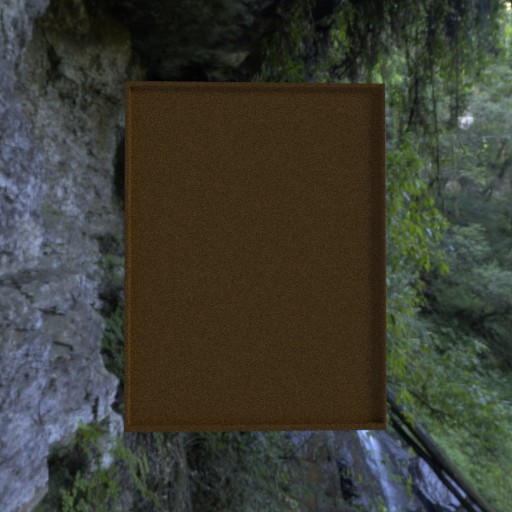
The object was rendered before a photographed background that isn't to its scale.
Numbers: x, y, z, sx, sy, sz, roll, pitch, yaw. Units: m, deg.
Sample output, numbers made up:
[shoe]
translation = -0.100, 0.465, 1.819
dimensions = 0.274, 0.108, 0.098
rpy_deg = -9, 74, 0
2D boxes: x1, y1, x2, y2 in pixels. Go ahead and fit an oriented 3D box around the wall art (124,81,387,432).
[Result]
[wall art]
translation = 0.000, 0.000, 1.303
dimensions = 0.762, 1.015, 0.031
rpy_deg = 0, -1, -1
